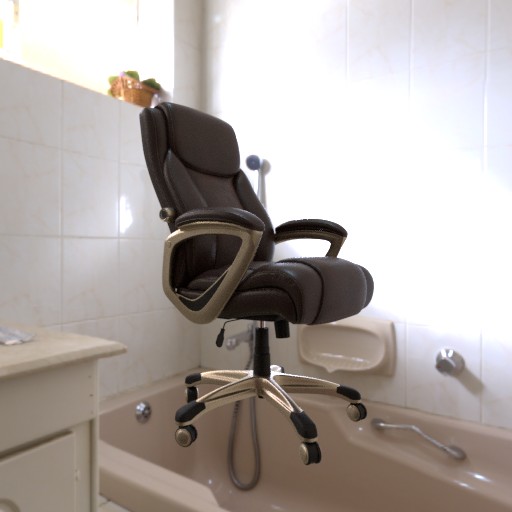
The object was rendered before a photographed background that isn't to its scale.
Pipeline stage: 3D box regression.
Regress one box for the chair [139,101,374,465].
[{"bbox_3d":[0.000,0.000,1.631,0.749,1.194,0.692,0,1,37],"label":"chair"}]
